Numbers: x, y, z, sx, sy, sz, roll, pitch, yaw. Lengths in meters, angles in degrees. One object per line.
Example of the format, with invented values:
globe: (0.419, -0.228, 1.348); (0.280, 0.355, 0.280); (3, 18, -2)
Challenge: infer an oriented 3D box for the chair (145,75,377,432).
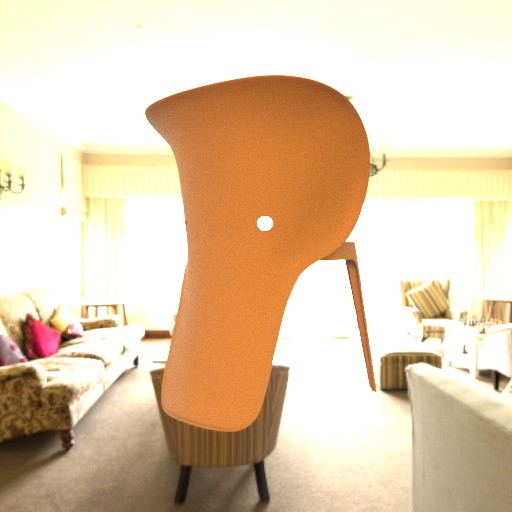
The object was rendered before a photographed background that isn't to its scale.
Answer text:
chair: (0.000, 0.000, 0.885); (0.451, 0.554, 0.402); (1, 2, 38)
